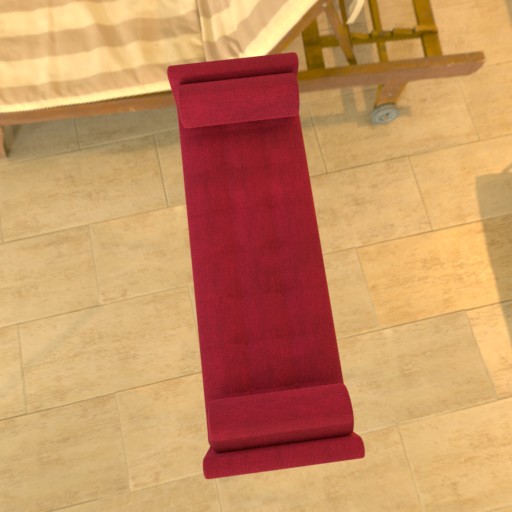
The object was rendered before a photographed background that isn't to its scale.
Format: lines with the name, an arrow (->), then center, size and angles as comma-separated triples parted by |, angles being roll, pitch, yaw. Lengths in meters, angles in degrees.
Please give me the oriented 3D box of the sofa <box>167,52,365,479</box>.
sofa -> 0.000, 0.000, 2.356 | 0.686, 0.635, 1.981 | -7, 77, -2
